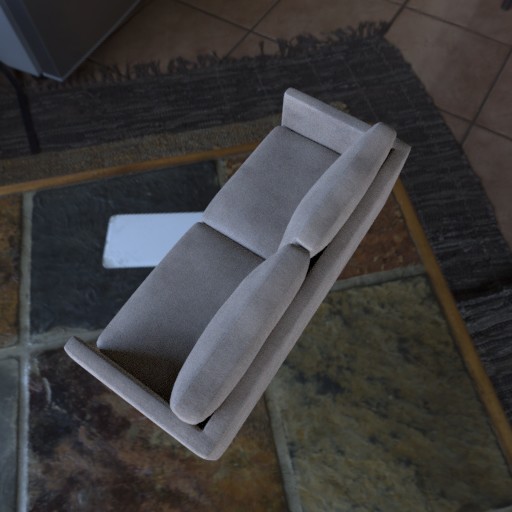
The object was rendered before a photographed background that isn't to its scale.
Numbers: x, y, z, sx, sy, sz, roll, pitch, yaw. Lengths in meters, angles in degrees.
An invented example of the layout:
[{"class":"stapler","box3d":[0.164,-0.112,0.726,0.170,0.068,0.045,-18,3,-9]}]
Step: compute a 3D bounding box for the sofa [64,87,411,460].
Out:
[{"class":"sofa","box3d":[0.000,0.000,2.771,0.951,0.965,2.208,31,68,14]}]
